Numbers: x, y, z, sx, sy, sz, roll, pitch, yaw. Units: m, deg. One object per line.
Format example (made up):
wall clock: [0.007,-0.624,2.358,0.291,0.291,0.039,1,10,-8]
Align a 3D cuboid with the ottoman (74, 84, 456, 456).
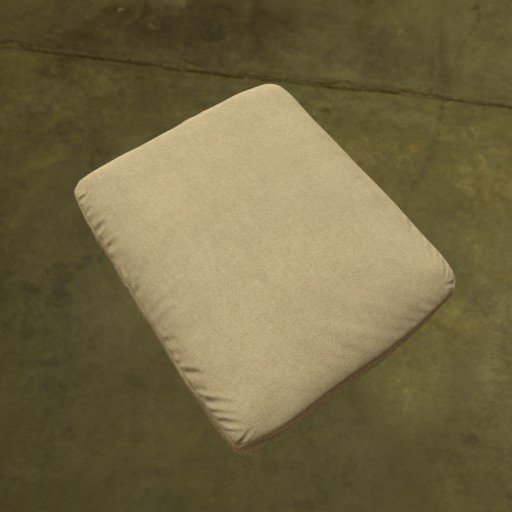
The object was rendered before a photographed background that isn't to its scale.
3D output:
ottoman: [0.000,0.000,1.235,0.683,0.481,0.837,-32,69,-14]
